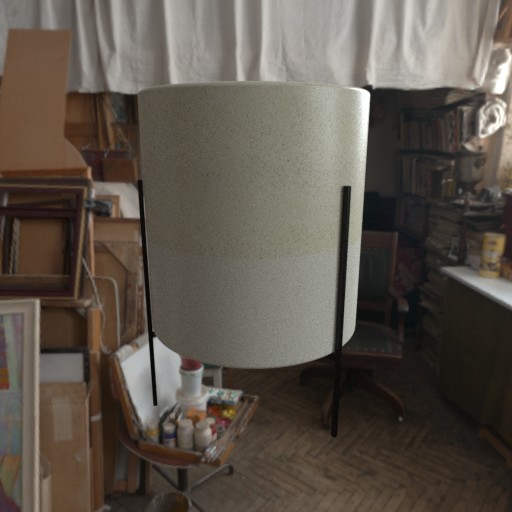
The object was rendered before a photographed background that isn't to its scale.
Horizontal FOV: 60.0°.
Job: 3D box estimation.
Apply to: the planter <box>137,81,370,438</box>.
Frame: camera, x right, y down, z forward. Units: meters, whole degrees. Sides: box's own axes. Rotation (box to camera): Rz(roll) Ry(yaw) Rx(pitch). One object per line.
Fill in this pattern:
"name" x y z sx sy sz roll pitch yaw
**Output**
"planter" 0.000 0.000 0.696 0.324 0.483 0.333 -15 21 -43
